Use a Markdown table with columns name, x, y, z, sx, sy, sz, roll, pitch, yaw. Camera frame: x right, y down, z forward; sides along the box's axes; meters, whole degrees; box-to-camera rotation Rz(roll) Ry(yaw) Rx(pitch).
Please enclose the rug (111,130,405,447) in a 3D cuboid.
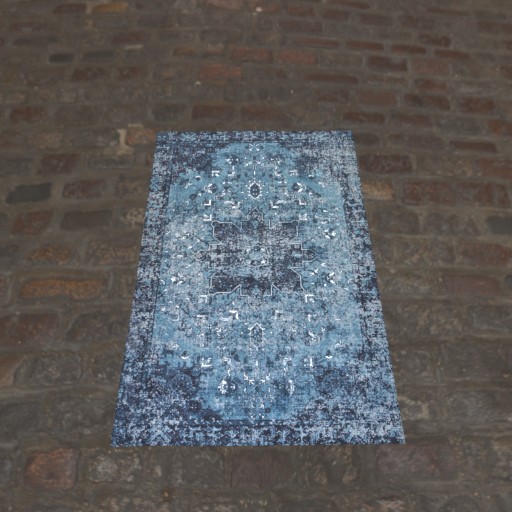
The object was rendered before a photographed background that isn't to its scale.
| name | x | y | z | sx | sy | sz | roll | pitch | yaw |
| --- | --- | --- | --- | --- | --- | --- | --- | --- | --- |
| rug | 0.000 | 0.000 | 2.301 | 1.219 | 0.005 | 1.828 | 0 | 59 | 0 |
